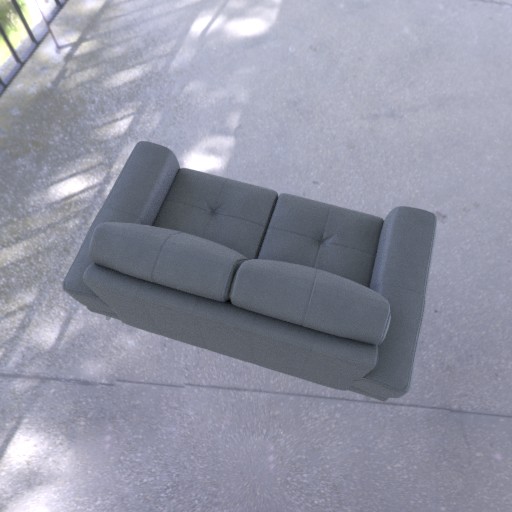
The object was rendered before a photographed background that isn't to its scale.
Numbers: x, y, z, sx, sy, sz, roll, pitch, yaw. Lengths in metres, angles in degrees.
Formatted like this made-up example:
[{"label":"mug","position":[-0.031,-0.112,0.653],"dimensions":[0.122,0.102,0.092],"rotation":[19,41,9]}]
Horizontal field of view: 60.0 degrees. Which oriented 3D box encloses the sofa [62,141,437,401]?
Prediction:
[{"label":"sofa","position":[0.000,0.000,2.395],"dimensions":[1.806,0.907,1.018],"rotation":[15,64,8]}]
